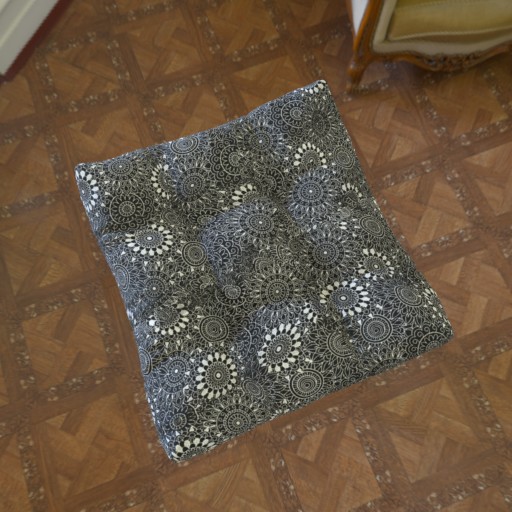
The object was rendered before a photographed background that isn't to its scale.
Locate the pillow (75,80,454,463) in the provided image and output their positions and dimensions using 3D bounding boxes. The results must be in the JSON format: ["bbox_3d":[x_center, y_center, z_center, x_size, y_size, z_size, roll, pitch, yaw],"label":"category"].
[{"bbox_3d":[0.000,0.000,0.723,0.468,0.128,0.490,-22,75,-6],"label":"pillow"}]
